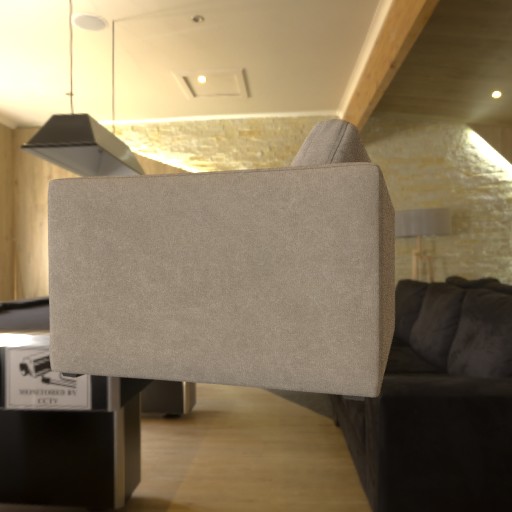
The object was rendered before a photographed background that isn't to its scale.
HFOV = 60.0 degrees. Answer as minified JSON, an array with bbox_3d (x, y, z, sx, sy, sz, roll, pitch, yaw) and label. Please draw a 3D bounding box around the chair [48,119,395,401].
[{"bbox_3d":[0.000,0.000,1.838,1.091,0.845,1.190,0,-1,19],"label":"chair"}]
